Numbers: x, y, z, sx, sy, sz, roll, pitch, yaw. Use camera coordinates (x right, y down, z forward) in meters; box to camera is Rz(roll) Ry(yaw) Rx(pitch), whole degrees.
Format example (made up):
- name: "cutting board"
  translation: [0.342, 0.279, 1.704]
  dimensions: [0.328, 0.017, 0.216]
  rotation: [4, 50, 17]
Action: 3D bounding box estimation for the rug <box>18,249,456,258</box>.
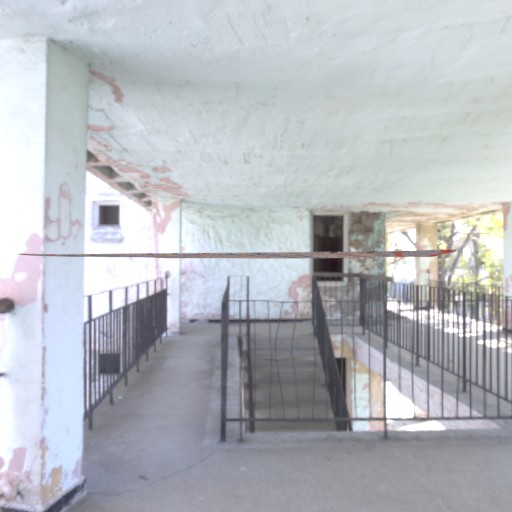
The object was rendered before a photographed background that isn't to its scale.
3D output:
- name: "rug"
  translation: [0.000, 0.000, 3.909]
  dimensions: [3.029, 0.022, 2.263]
  rotation: [0, -1, 18]
